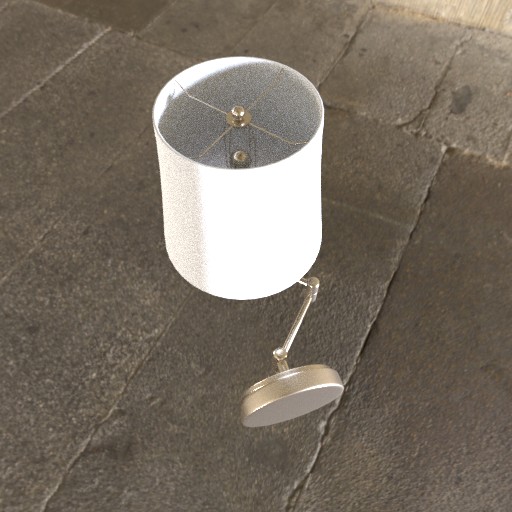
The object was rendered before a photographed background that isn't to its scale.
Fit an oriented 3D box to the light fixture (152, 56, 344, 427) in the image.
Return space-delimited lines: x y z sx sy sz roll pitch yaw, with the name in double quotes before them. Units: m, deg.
"light fixture" 0.000 0.000 0.584 0.223 0.381 0.348 -15 59 -9
